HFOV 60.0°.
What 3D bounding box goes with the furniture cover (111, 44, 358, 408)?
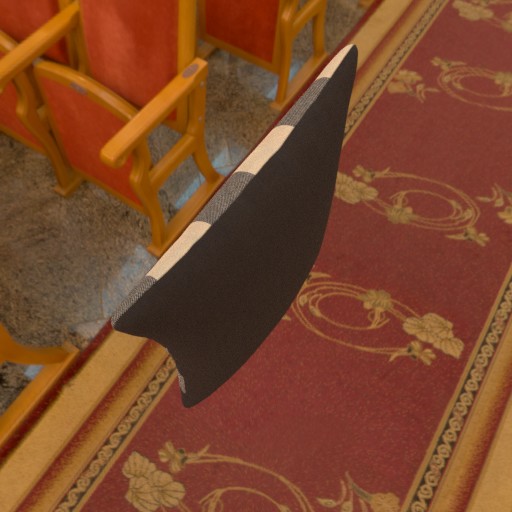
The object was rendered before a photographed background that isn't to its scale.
[{"bbox_3d":[0.000,0.000,0.762,0.161,0.509,0.511,31,66,15],"label":"furniture cover"}]
